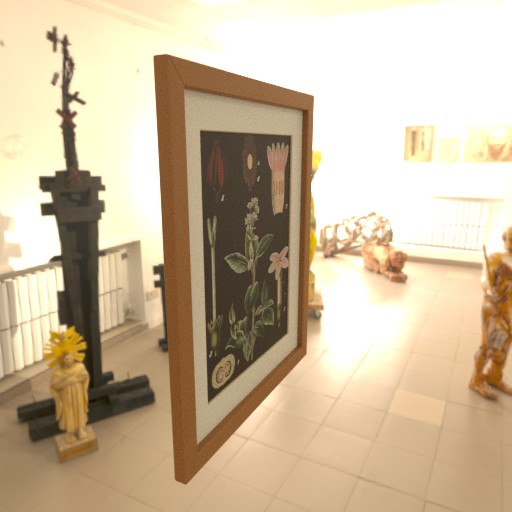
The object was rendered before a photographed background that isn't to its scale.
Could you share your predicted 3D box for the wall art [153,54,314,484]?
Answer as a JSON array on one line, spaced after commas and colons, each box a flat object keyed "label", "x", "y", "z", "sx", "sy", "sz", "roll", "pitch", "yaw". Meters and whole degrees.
[{"label": "wall art", "x": 0.000, "y": 0.000, "z": 0.511, "sx": 0.015, "sy": 0.379, "sz": 0.310, "roll": 7, "pitch": 15, "yaw": 27}]
